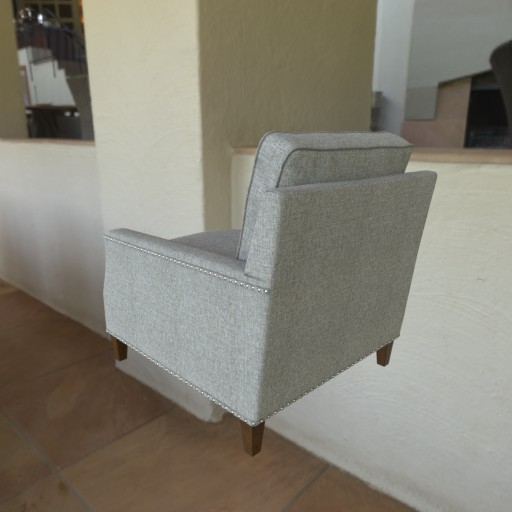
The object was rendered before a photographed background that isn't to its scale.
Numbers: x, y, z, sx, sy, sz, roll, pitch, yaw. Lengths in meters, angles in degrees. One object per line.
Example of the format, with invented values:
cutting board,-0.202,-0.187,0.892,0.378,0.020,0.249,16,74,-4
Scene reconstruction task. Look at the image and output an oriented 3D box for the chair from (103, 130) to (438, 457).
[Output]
chair,0.000,0.000,1.740,0.853,0.943,1.014,-15,21,-43
